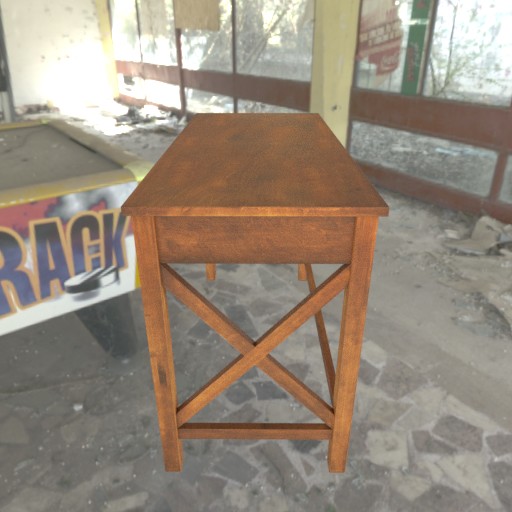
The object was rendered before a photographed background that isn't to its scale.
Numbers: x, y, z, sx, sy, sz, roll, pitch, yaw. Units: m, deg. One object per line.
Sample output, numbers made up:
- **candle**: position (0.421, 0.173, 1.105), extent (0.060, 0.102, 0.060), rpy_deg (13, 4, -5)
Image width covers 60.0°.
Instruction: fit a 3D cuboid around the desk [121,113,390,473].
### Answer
- **desk**: position (0.000, 0.000, 1.500), extent (0.508, 0.762, 1.117), rpy_deg (0, 26, 0)
